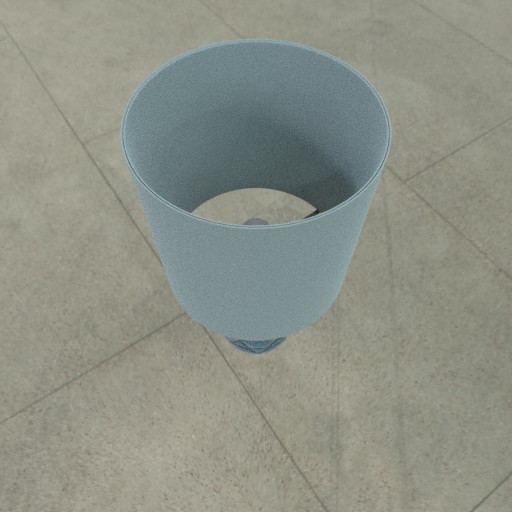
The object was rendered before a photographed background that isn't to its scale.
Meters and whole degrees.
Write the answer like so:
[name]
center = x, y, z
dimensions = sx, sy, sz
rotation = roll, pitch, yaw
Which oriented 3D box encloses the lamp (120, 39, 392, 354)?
[lamp]
center = 0.000, 0.000, 0.479
dimensions = 0.193, 0.377, 0.193
rotation = 17, 60, 10
